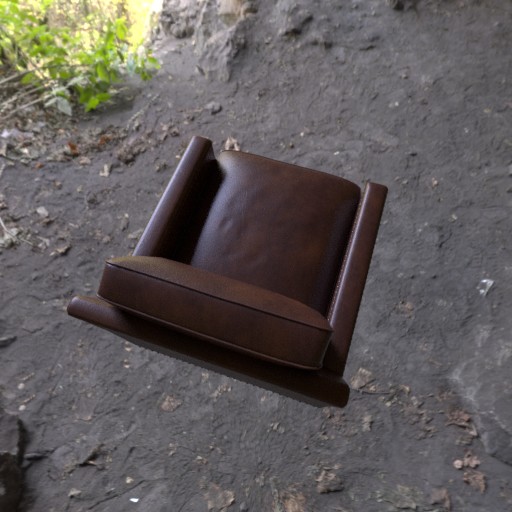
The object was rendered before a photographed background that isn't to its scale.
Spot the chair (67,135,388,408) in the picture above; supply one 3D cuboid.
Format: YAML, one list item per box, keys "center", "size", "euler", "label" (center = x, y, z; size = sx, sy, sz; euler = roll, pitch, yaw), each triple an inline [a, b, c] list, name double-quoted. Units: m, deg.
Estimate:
- center: [0.000, 0.000, 1.745]
  size: [0.853, 0.929, 1.014]
  euler: [17, 65, 8]
  label: "chair"
